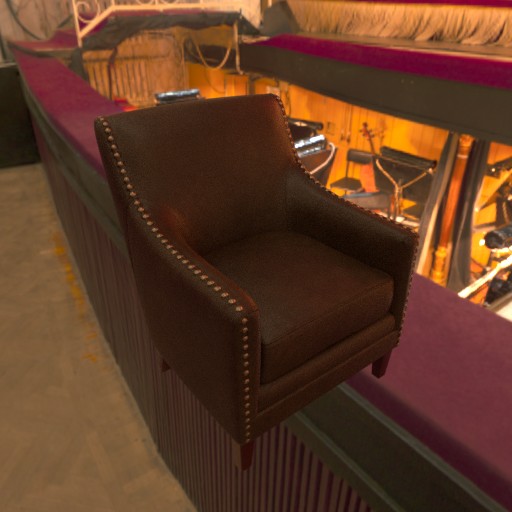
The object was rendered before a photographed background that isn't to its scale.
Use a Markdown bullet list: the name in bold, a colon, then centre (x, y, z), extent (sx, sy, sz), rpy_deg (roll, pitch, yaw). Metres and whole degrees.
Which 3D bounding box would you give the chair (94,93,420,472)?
- **chair**: centre (0.000, 0.000, 1.334), extent (0.639, 0.813, 0.704), rpy_deg (-21, 36, -32)
